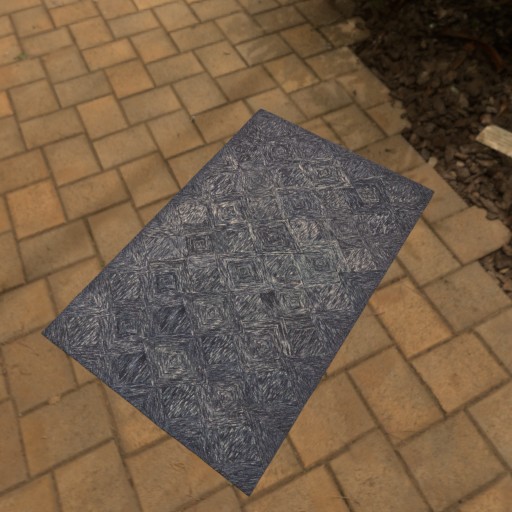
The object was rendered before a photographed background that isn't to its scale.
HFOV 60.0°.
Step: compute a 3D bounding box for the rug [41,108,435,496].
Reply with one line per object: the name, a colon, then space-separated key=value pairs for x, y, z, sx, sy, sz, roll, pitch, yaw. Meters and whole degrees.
rug: x=0.000 y=0.000 z=2.182 sx=1.139 sy=0.010 sz=1.754 roll=31 pitch=65 yaw=16
